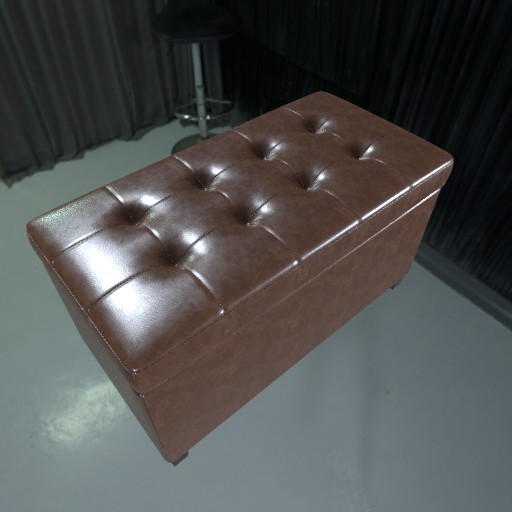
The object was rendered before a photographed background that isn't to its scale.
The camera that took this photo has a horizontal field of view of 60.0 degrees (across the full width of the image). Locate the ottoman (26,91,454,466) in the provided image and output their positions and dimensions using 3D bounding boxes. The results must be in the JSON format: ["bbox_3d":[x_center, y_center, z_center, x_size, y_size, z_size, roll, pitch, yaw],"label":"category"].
[{"bbox_3d":[0.000,0.000,1.079,0.838,0.470,0.432,-32,55,-26],"label":"ottoman"}]
